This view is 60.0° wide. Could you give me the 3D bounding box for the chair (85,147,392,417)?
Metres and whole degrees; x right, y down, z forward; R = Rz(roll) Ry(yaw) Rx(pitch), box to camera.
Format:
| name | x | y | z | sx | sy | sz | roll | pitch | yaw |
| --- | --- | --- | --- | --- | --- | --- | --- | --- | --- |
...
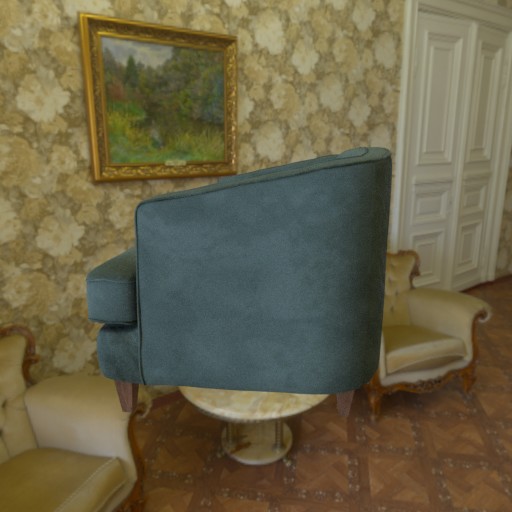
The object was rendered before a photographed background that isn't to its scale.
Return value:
| name | x | y | z | sx | sy | sz | roll | pitch | yaw |
| --- | --- | --- | --- | --- | --- | --- | --- | --- | --- |
| chair | 0.000 | 0.000 | 1.785 | 0.941 | 0.852 | 1.104 | 2 | 14 | 9 |
